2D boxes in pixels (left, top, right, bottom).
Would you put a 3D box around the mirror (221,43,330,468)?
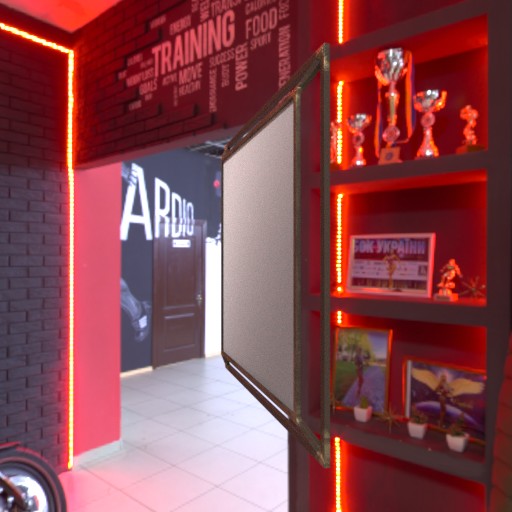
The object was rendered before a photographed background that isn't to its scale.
[{"bbox_3d":[0.000,0.000,0.924,0.032,0.610,0.610,0,0,-17],"label":"mirror"}]
